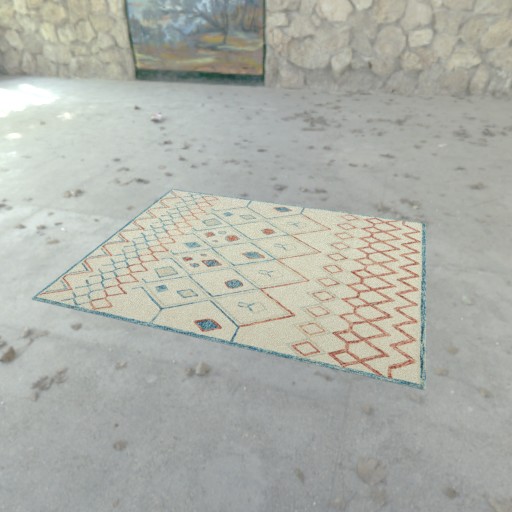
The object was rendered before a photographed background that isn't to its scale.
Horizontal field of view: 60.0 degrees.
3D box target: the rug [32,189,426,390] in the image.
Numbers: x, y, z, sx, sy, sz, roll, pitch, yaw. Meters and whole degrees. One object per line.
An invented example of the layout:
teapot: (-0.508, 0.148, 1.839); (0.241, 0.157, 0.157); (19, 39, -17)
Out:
rug: (0.000, 0.000, 4.188); (3.050, 0.016, 2.441); (10, 32, 16)
